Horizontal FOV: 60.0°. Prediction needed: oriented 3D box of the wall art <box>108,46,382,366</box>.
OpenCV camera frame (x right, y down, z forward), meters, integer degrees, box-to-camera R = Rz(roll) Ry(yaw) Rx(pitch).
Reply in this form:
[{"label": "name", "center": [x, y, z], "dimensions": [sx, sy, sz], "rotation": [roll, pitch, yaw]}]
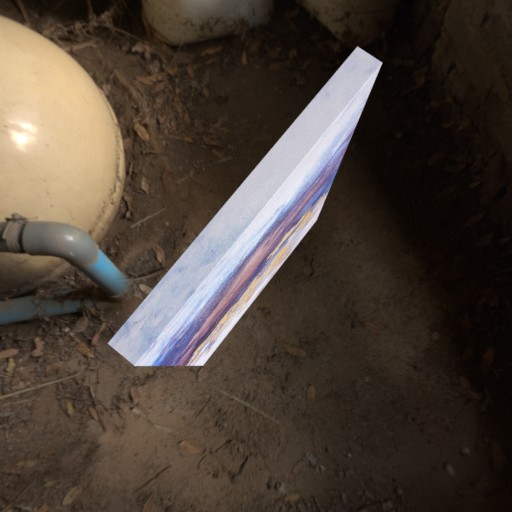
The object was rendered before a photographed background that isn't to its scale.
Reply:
[{"label": "wall art", "center": [0.000, 0.000, 0.762], "dimensions": [0.036, 0.581, 0.437], "rotation": [37, 79, 8]}]
